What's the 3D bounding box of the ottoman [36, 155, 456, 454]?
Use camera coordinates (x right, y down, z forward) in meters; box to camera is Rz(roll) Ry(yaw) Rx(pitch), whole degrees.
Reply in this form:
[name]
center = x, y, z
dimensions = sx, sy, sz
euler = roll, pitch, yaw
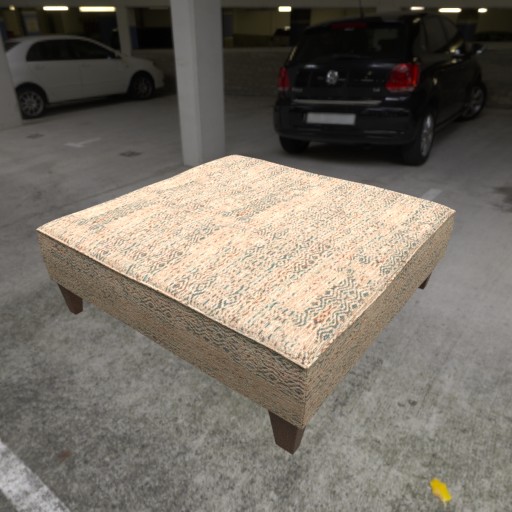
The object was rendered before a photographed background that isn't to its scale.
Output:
[ottoman]
center = 0.000, 0.000, 1.511
dimensions = 1.004, 0.356, 0.968
euler = 21, 36, 32
